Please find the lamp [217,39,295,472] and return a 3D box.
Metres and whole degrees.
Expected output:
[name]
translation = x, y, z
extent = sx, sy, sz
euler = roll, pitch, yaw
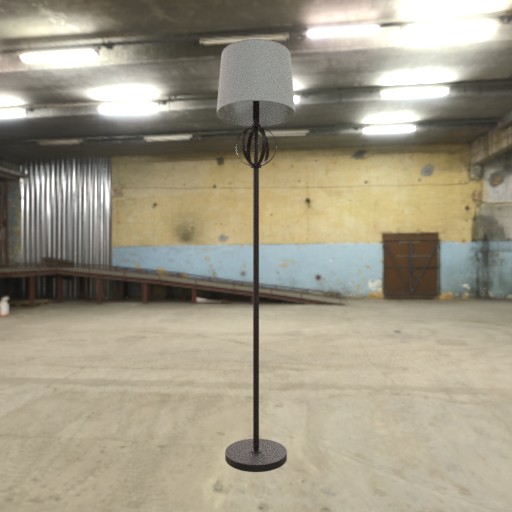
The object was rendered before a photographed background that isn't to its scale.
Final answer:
[lamp]
translation = 0.000, 0.000, 1.614
extent = 0.286, 1.462, 0.286
euler = 0, -1, 35
